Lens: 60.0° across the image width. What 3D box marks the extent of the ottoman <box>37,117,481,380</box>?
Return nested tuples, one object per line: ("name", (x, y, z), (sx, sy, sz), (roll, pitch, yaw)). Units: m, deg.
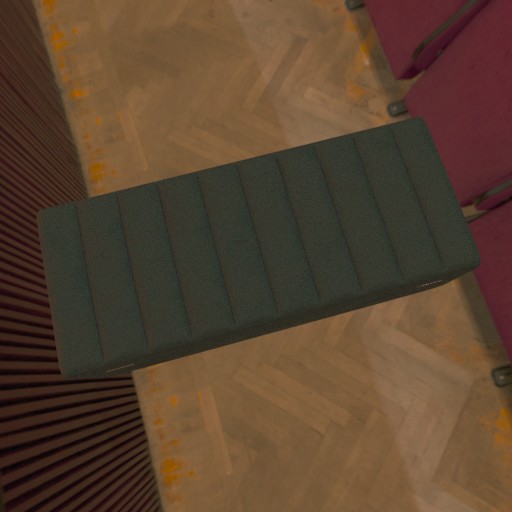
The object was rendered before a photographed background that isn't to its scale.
("ottoman", (0.000, 0.000, 1.402), (1.151, 0.469, 0.482), (-15, 76, -4))
